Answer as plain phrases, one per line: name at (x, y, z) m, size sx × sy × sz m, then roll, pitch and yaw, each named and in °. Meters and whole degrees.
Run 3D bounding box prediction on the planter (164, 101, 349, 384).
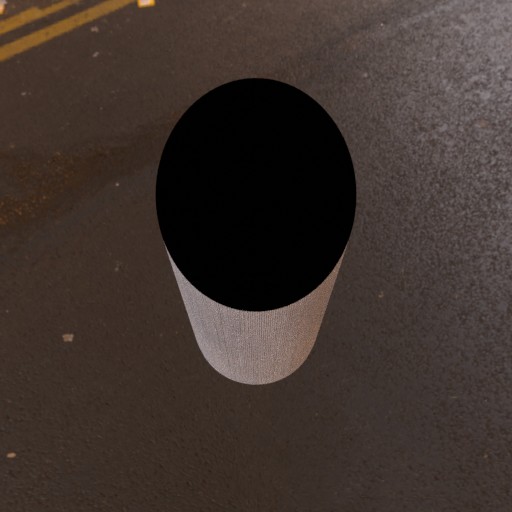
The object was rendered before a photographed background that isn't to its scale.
planter at (0.000, 0.000, 0.123) m, size 0.045 × 0.103 × 0.045 m, roll -1°, pitch 59°, yaw -1°
